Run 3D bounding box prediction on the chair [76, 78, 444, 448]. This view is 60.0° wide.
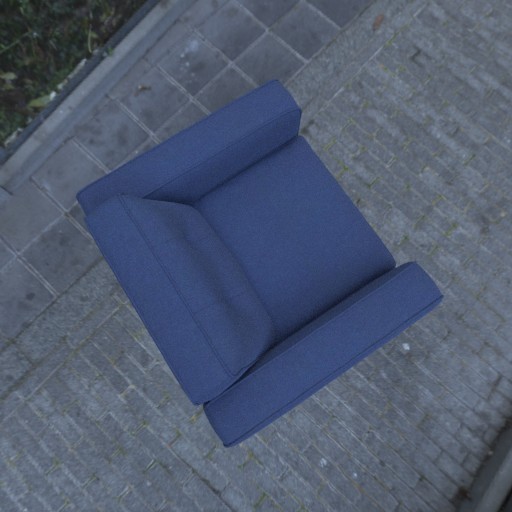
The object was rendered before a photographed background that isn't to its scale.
[{"bbox_3d":[0.000,0.000,1.804,0.953,0.783,1.118,-33,78,-8],"label":"chair"}]
